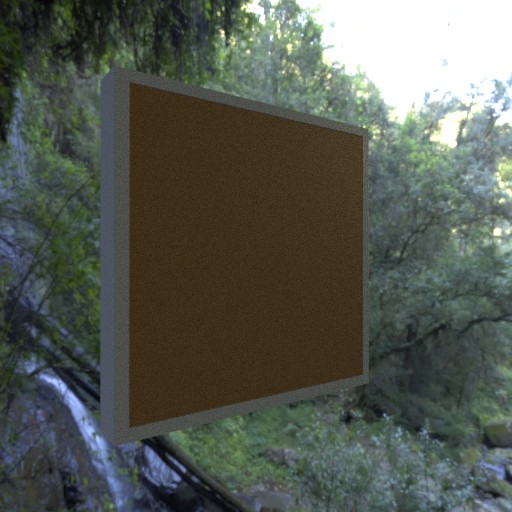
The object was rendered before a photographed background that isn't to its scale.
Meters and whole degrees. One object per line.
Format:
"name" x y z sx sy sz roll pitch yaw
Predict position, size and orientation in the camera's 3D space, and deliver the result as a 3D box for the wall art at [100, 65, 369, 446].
"wall art" 0.000 0.000 0.458 0.305 0.305 0.038 0 0 -35
